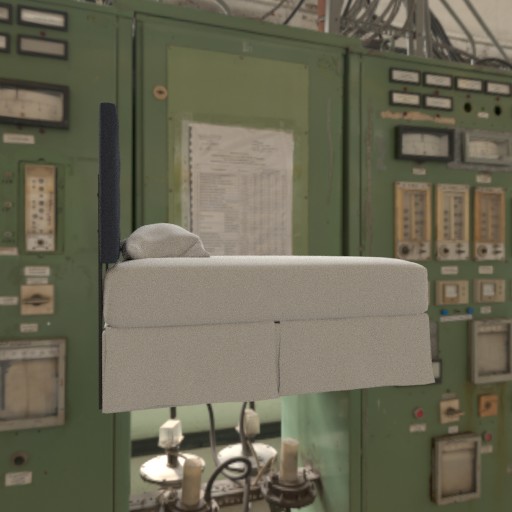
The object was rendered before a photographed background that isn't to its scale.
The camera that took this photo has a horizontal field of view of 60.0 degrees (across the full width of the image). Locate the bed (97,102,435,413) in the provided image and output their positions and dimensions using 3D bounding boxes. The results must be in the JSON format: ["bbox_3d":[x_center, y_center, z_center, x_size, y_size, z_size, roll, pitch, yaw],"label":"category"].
[{"bbox_3d":[0.000,0.000,3.038,1.997,1.571,1.261,0,1,-17],"label":"bed"}]
